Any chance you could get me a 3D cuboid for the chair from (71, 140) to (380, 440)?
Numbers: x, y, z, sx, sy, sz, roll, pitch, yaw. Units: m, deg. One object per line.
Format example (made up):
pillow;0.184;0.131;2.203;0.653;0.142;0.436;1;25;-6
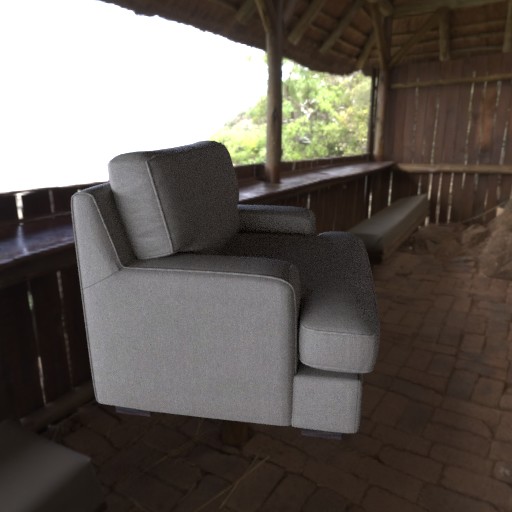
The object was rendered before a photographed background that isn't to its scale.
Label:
chair;0.000;0.000;2.011;1.043;0.974;1.270;3;17;10
